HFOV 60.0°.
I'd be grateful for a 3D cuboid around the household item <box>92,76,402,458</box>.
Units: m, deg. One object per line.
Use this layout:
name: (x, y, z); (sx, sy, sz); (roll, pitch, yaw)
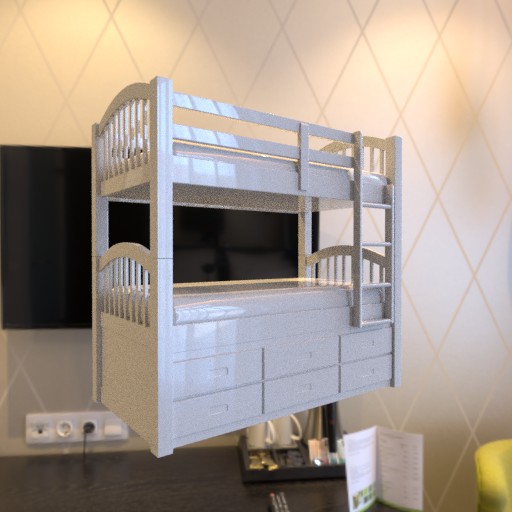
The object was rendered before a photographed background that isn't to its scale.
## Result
household item: (0.000, 0.000, 3.271); (2.032, 2.032, 1.143); (0, 1, -36)
